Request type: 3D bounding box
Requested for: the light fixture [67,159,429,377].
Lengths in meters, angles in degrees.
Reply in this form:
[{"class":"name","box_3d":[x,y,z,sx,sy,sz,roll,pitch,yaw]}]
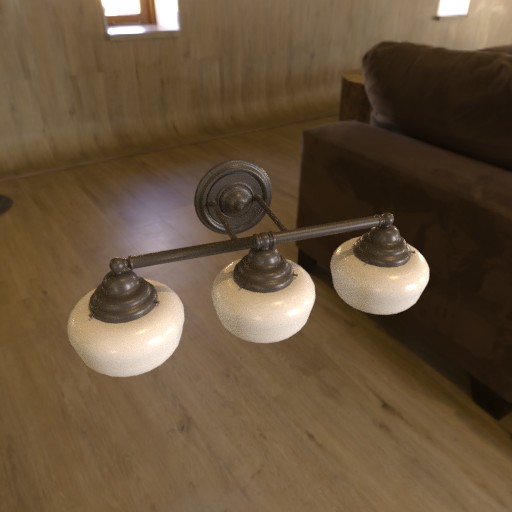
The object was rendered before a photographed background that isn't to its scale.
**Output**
[{"class":"light fixture","box_3d":[0.000,0.000,0.713,0.587,0.242,0.239,-10,33,-16]}]
